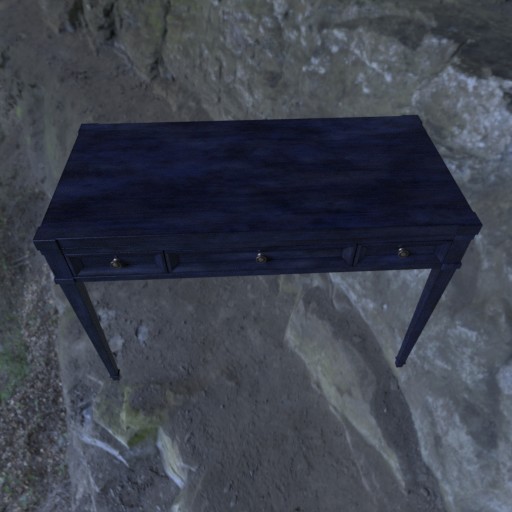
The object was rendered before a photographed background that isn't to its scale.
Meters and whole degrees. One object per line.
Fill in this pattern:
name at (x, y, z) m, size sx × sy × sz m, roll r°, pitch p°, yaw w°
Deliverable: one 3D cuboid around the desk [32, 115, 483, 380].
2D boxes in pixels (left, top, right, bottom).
desk at (0.000, 0.000, 1.793) m, size 1.289 × 0.861 × 0.630 m, roll -2°, pitch 47°, yaw -2°
